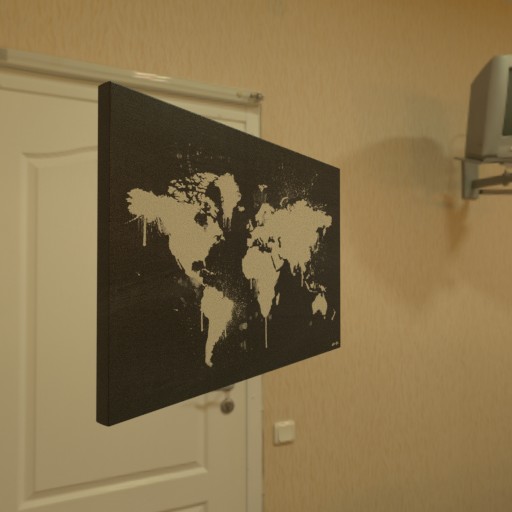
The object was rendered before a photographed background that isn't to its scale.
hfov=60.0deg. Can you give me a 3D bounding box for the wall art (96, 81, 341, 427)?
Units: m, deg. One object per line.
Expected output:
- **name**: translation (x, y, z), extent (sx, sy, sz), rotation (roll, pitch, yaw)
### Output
- **wall art**: translation (0.000, 0.000, 1.154), extent (0.038, 0.612, 0.912), rotation (-1, -1, 37)
